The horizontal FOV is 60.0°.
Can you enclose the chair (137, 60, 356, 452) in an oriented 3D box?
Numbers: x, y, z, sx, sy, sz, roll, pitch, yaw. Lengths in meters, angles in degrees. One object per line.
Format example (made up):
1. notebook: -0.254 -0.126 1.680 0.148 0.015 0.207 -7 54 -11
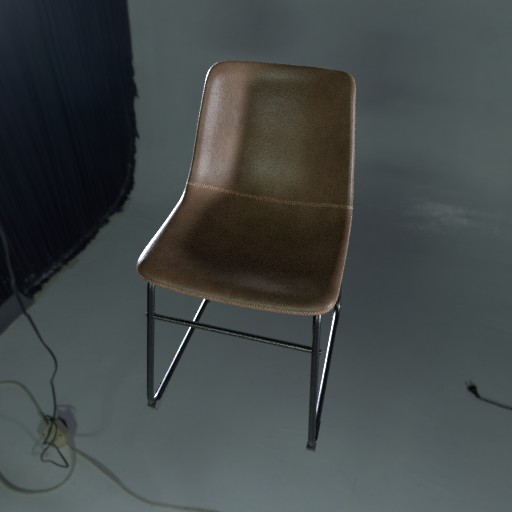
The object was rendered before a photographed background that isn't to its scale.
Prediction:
1. chair: 0.000 0.000 1.114 0.460 0.780 0.551 10 41 12
